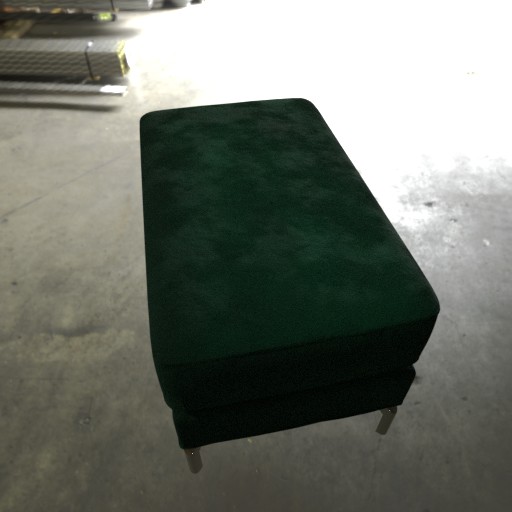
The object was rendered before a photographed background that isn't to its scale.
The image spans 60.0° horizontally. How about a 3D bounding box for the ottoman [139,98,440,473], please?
[{"bbox_3d":[0.000,0.000,1.210,0.536,0.533,0.886,-8,46,-8],"label":"ottoman"}]
